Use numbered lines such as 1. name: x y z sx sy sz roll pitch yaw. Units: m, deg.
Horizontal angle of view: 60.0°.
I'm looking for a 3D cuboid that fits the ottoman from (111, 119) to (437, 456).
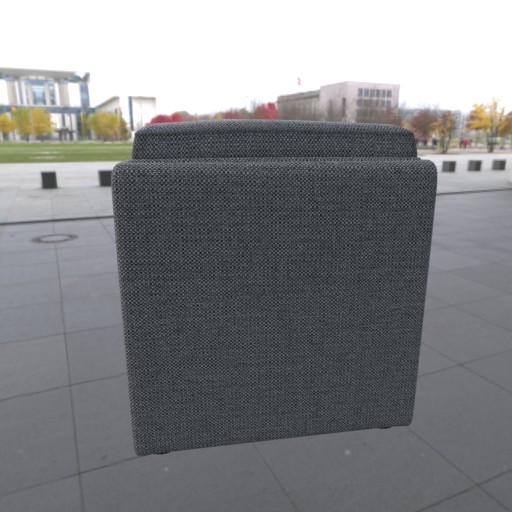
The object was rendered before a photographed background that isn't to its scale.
1. ottoman: 0.000 0.000 0.825 0.436 0.487 0.454 -3 15 -9
